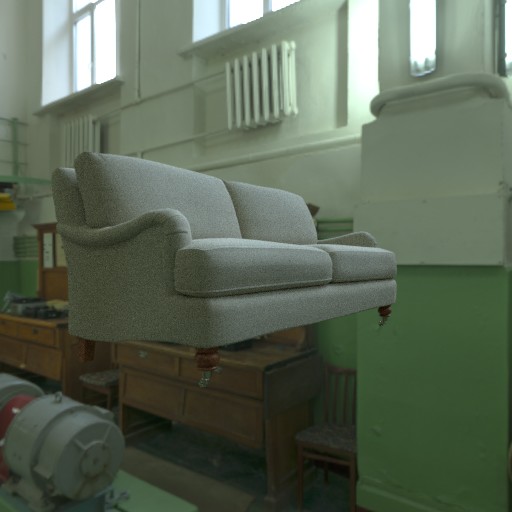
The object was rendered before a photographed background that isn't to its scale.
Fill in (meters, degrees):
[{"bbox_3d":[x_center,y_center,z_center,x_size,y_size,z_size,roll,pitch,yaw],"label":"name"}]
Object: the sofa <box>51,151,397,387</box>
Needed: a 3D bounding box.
[{"bbox_3d":[0.000,0.000,2.662,1.091,0.997,2.070,0,0,36],"label":"sofa"}]
